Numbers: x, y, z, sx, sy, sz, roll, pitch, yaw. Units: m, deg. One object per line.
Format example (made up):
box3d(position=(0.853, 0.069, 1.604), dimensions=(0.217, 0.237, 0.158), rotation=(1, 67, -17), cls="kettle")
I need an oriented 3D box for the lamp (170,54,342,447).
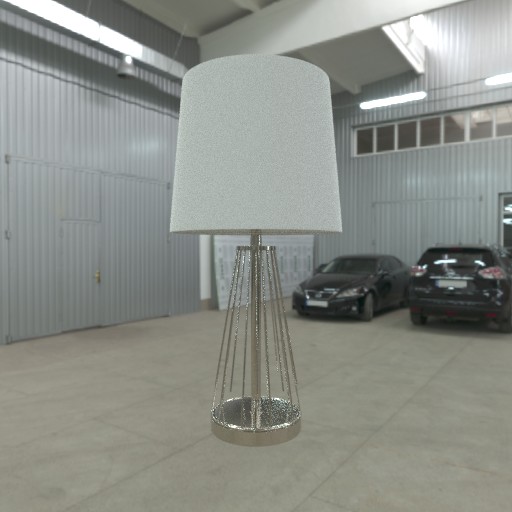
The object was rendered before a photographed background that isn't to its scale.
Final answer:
box3d(position=(0.000, 0.000, 0.795), dimensions=(0.303, 0.618, 0.303), rotation=(0, 1, 0), cls="lamp")
